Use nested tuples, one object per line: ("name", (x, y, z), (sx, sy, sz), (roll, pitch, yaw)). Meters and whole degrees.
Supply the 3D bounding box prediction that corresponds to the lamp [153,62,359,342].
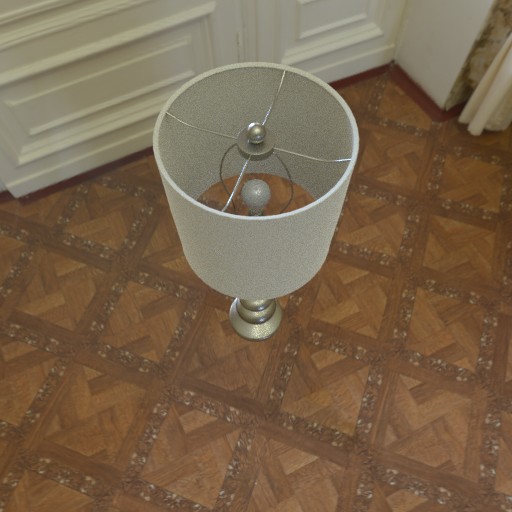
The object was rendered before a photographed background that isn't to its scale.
("lamp", (0.000, 0.000, 0.842), (0.254, 0.690, 0.254), (17, 64, 8))
